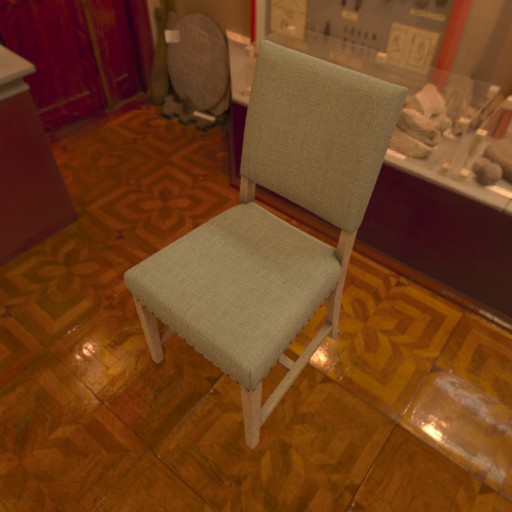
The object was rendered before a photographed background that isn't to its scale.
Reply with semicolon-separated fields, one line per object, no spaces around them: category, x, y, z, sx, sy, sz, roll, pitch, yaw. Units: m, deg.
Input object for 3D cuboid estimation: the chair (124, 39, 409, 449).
chair;0.000;0.000;1.330;0.508;0.986;0.622;32;55;27
